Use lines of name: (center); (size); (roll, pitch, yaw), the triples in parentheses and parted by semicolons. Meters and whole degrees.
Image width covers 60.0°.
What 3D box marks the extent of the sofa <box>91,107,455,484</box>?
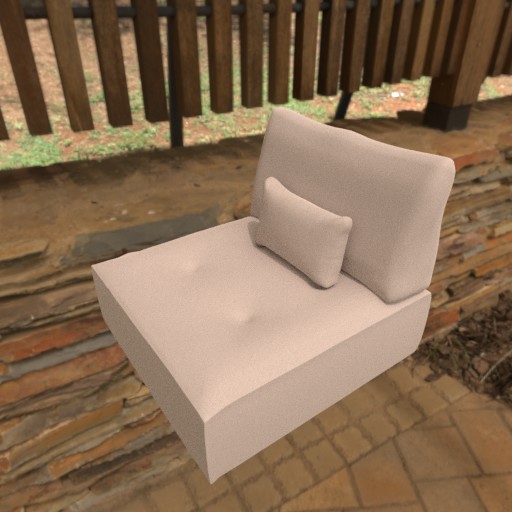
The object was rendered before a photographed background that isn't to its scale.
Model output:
sofa: (0.000, 0.000, 1.679); (1.000, 0.828, 0.935); (-20, 37, -30)
